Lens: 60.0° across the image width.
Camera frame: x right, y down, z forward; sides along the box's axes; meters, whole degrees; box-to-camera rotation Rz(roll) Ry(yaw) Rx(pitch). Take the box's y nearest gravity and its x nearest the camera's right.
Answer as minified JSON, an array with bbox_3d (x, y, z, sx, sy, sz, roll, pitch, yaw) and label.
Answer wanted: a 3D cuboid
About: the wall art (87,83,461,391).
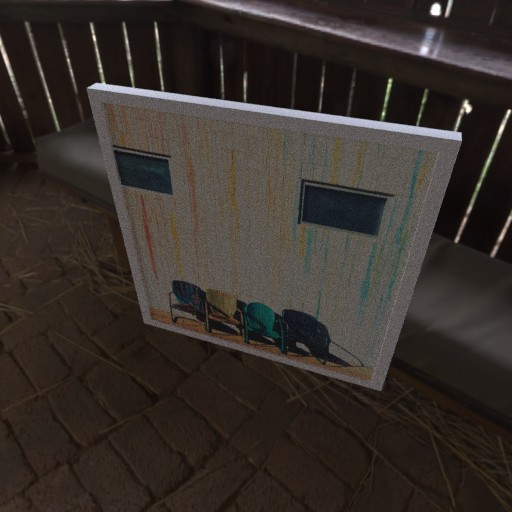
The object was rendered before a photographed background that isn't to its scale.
[{"bbox_3d":[0.000,0.000,1.116,0.760,0.760,0.036,13,42,15],"label":"wall art"}]
